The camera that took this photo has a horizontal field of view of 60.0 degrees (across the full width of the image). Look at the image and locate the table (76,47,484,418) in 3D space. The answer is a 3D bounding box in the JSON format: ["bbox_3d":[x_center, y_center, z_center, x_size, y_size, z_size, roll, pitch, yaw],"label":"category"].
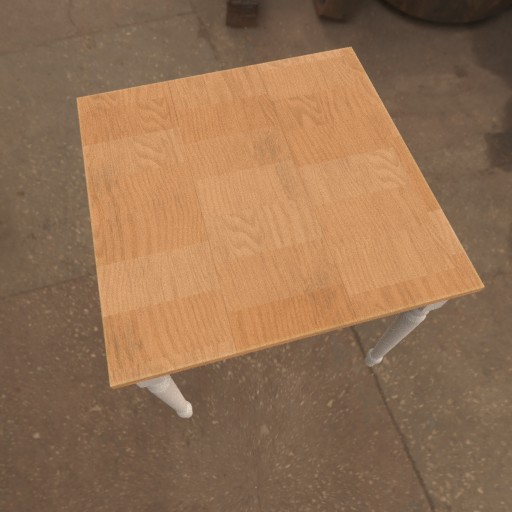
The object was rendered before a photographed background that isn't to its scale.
[{"bbox_3d":[0.000,0.000,1.335,0.747,0.738,0.747,-14,63,-7],"label":"table"}]
